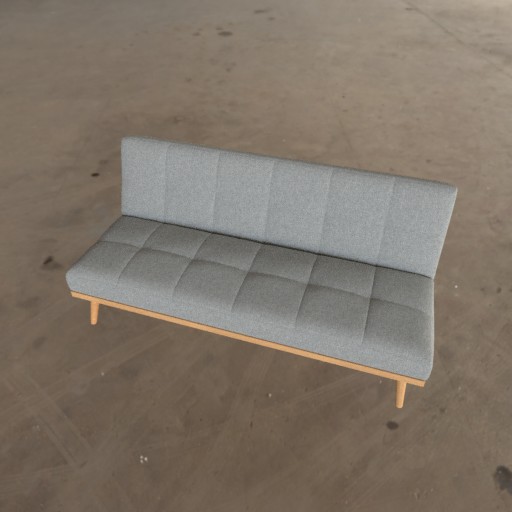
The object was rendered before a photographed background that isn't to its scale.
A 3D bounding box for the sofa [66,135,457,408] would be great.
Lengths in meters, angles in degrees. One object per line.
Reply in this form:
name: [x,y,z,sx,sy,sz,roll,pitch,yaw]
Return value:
sofa: [0.000,0.000,2.304,1.820,0.800,0.800,12,42,14]
